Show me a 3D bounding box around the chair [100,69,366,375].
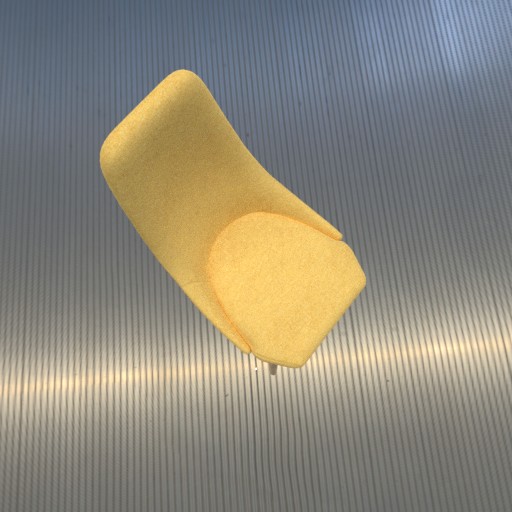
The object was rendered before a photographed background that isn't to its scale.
[{"bbox_3d":[0.000,0.000,1.402,0.660,1.040,0.510,38,79,9],"label":"chair"}]
